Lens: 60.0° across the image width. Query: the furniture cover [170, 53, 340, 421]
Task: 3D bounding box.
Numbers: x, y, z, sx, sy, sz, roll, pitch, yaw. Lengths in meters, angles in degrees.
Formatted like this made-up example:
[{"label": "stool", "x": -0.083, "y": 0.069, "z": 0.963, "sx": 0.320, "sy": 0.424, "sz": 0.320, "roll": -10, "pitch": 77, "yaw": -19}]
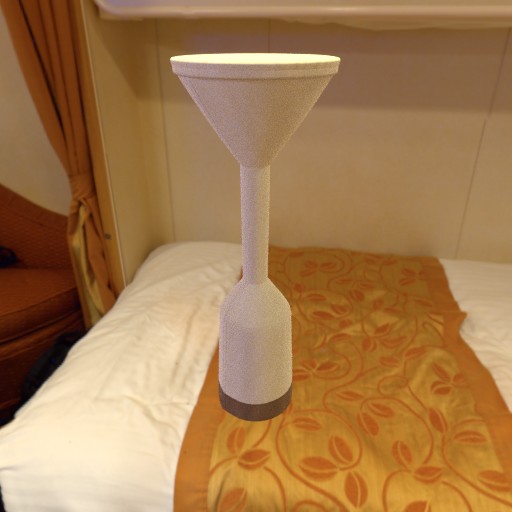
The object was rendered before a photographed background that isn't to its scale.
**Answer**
[{"label": "furniture cover", "x": 0.000, "y": 0.000, "z": 2.939, "sx": 0.914, "sy": 2.413, "sz": 0.914, "roll": -19, "pitch": 32, "yaw": -32}]
